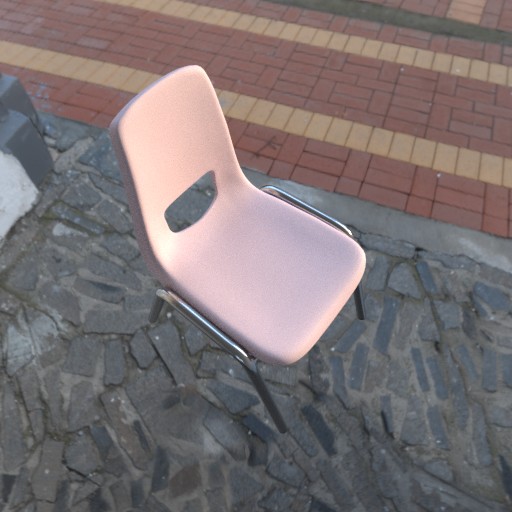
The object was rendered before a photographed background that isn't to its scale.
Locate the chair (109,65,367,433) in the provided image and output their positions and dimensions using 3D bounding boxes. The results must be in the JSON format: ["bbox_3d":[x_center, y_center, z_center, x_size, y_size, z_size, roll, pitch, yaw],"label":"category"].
[{"bbox_3d":[0.000,0.000,0.844,0.423,0.586,0.354,33,63,19],"label":"chair"}]
